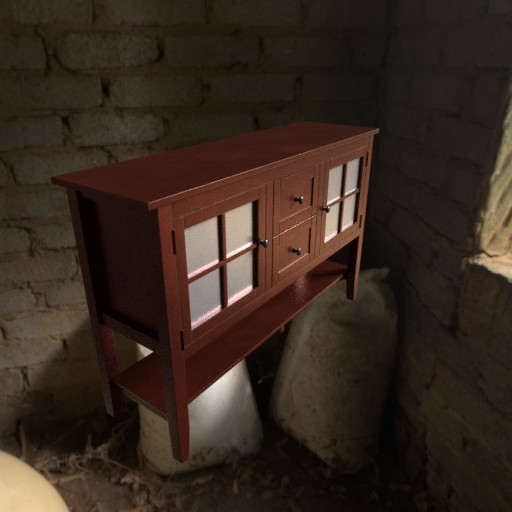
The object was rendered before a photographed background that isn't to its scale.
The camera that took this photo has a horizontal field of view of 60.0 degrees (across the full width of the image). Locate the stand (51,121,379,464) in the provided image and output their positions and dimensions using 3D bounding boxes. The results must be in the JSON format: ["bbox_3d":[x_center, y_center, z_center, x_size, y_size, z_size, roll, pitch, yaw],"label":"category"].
[{"bbox_3d":[0.000,0.000,1.793,0.410,0.872,1.362,17,30,33],"label":"stand"}]
